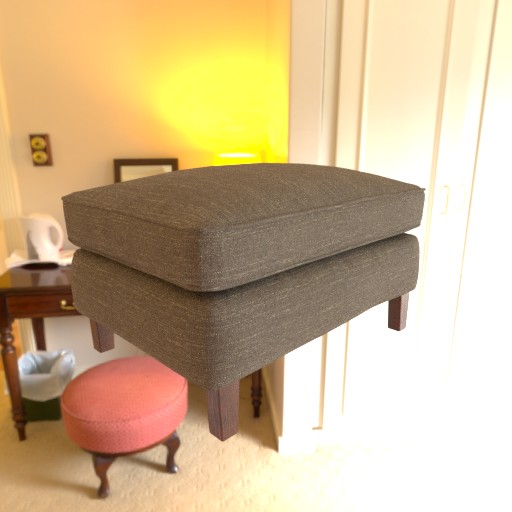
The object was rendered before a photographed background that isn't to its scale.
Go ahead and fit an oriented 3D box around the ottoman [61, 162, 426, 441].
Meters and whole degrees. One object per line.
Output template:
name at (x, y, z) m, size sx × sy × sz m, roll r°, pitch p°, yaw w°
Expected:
ottoman at (0.000, 0.000, 0.999) m, size 0.686 × 0.406 × 0.508 m, roll -15°, pitch 21°, yaw -43°
